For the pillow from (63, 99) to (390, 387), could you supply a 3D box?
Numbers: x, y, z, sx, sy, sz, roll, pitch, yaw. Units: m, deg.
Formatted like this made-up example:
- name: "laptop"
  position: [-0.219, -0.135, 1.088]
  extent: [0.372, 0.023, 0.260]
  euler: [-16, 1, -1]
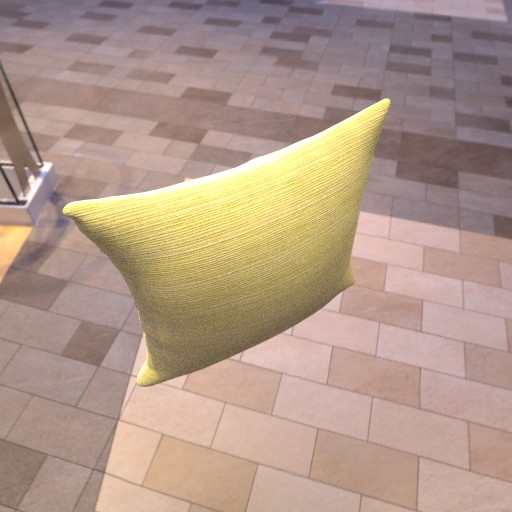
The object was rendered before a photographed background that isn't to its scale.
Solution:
- name: "pillow"
  position: [0.000, 0.000, 0.821]
  extent: [0.560, 0.487, 0.229]
  euler: [-23, 51, -20]
